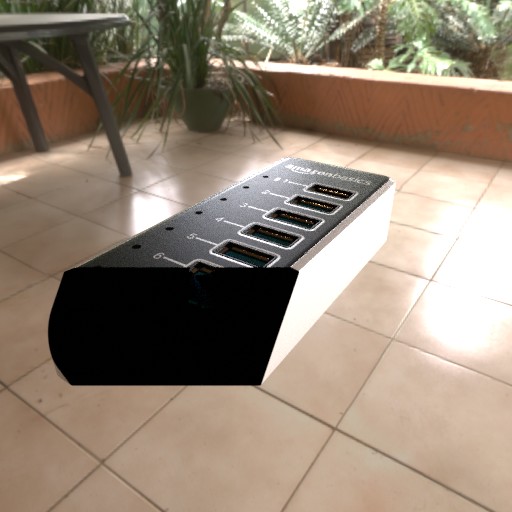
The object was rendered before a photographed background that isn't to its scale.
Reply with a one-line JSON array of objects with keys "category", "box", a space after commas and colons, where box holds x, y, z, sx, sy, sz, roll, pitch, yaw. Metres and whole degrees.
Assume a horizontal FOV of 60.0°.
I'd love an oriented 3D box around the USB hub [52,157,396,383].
[{"category": "USB hub", "box": [0.000, 0.000, 0.127, 0.044, 0.023, 0.110, 19, 35, 29]}]
